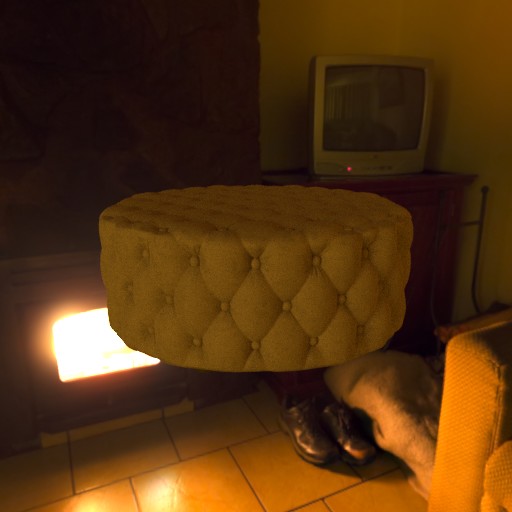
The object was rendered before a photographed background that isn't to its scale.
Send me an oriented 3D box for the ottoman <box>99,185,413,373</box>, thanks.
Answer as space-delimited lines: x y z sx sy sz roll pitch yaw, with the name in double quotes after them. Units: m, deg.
0.000 0.000 1.502 0.998 0.399 0.998 0 16 0 "ottoman"
